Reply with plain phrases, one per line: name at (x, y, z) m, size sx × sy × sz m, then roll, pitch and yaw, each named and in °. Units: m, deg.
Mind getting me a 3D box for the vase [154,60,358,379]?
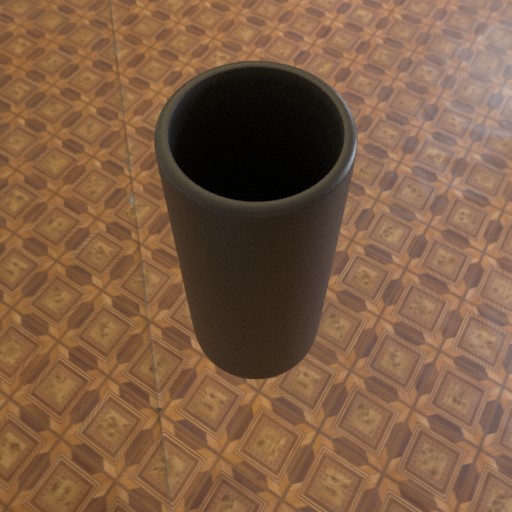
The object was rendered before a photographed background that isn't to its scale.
vase at (0.000, 0.000, 0.357) m, size 0.136 × 0.289 × 0.136 m, roll 0°, pitch 63°, yaw 0°
